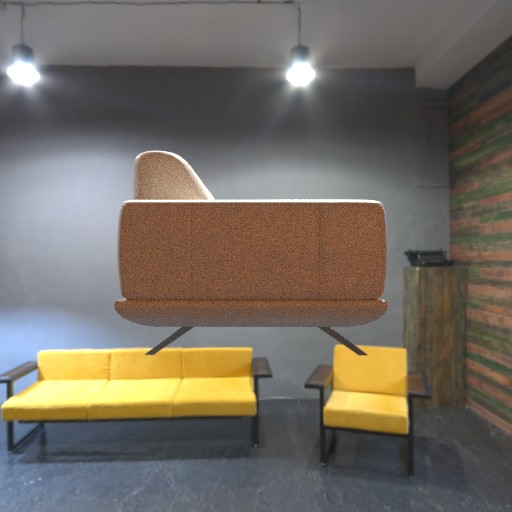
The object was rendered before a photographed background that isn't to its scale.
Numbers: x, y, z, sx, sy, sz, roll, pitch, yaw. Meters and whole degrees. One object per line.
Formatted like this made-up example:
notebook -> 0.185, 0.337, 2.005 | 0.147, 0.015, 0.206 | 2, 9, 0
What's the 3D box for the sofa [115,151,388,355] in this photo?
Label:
sofa -> 0.000, 0.000, 2.350 | 0.900, 0.772, 1.901 | 0, -1, 1
